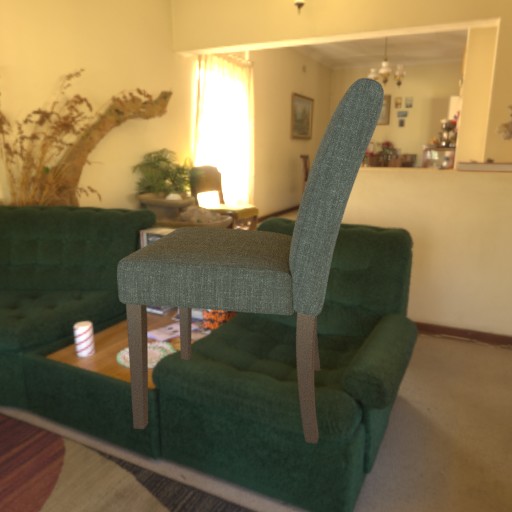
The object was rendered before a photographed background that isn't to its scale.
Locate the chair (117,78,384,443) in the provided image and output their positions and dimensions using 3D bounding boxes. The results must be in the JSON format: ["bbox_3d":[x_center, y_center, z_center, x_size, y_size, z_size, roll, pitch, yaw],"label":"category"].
[{"bbox_3d":[0.000,0.000,1.262,0.629,0.884,0.487,2,14,8],"label":"chair"}]
